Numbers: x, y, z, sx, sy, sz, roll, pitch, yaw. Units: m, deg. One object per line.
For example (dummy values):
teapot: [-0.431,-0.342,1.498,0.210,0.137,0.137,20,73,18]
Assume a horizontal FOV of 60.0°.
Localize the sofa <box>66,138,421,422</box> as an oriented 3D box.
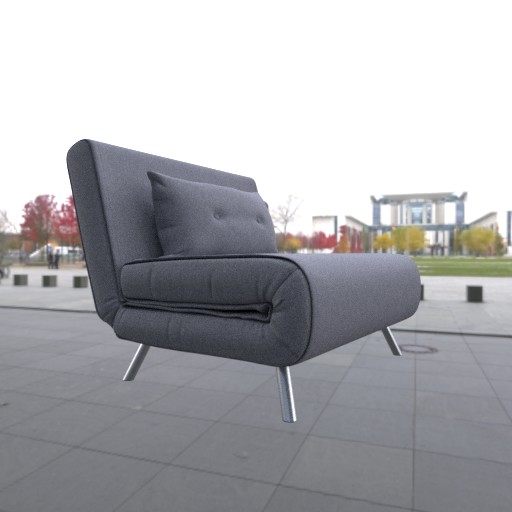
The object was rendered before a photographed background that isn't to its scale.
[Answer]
sofa: [0.000,0.000,1.721,1.000,0.825,1.020,0,1,35]
